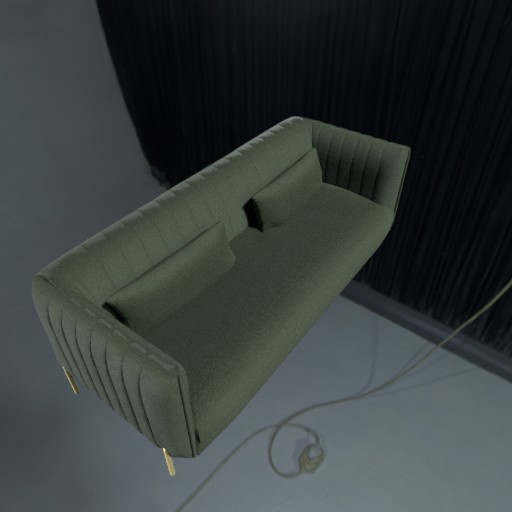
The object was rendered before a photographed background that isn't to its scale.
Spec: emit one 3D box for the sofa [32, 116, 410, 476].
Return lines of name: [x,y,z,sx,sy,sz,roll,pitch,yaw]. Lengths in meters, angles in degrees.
sofa: [0.000,0.000,2.499,0.896,0.793,2.137,26,47,27]
